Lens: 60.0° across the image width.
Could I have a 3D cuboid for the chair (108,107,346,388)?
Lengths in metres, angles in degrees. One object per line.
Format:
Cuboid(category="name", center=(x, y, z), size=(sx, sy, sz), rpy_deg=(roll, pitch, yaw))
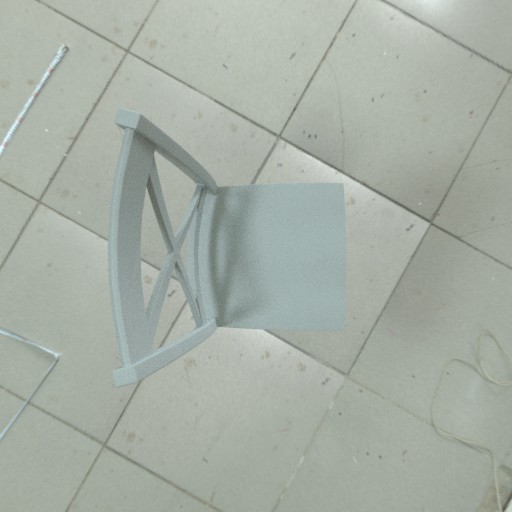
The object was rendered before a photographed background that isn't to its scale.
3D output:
Cuboid(category="chair", center=(0.000, 0.000, 1.259), size=(0.542, 0.983, 0.485), rpy_deg=(0, 88, -1))
